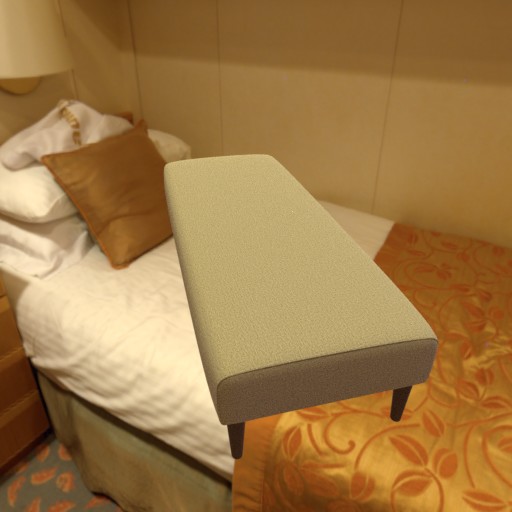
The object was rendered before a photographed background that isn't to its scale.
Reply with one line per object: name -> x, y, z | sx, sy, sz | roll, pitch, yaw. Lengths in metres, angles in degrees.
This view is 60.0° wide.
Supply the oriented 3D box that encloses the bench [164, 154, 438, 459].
bench -> 0.000, 0.000, 1.866 | 0.646, 0.393, 1.609 | -8, 31, -13
